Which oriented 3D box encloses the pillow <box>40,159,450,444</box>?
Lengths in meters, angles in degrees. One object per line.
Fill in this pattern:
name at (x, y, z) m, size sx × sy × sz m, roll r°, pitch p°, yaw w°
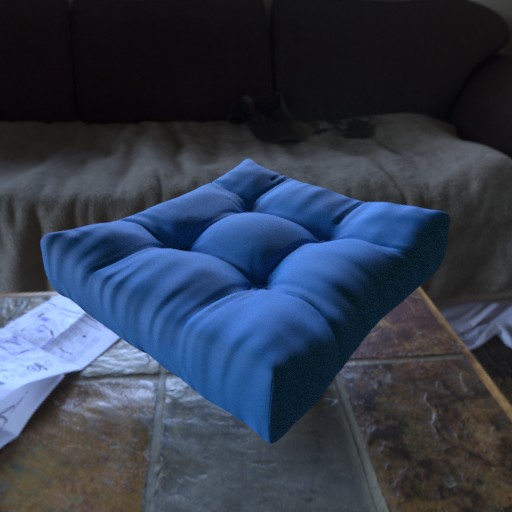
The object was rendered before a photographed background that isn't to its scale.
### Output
pillow at (0.000, 0.000, 0.717) m, size 0.468 × 0.128 × 0.490 m, roll 23°, pitch 38°, yaw 33°
